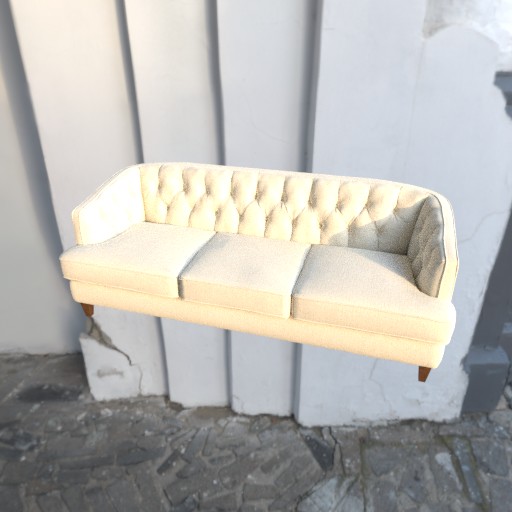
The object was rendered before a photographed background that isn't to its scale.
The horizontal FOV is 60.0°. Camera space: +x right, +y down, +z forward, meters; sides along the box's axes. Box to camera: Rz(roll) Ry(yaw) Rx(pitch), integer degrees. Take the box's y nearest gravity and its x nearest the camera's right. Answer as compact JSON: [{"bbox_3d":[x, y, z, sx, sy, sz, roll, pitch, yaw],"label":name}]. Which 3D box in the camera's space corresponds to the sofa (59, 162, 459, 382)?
[{"bbox_3d":[0.000,0.000,2.793,2.278,0.855,0.941,8,29,15],"label":"sofa"}]
